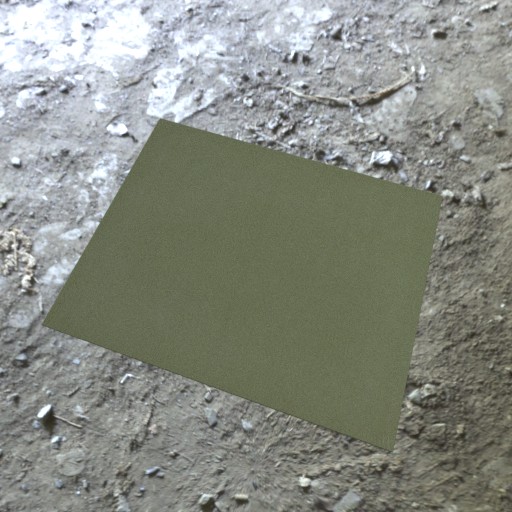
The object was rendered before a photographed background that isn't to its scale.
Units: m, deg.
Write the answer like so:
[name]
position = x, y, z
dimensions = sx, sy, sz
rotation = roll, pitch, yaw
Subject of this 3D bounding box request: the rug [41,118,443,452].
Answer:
[rug]
position = 0.000, 0.000, 3.457
dimensions = 2.584, 0.011, 2.073
rotation = 17, 66, 8
